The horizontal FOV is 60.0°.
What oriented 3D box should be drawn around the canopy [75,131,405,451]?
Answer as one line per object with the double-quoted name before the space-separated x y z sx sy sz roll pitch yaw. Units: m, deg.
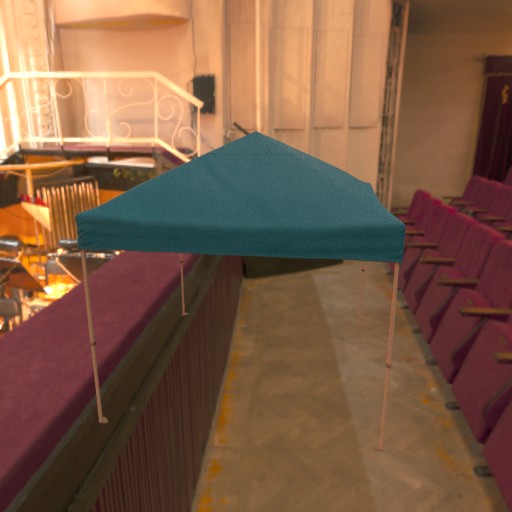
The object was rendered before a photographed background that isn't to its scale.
"canopy" 0.000 0.000 5.527 2.996 2.997 2.998 2 16 8
